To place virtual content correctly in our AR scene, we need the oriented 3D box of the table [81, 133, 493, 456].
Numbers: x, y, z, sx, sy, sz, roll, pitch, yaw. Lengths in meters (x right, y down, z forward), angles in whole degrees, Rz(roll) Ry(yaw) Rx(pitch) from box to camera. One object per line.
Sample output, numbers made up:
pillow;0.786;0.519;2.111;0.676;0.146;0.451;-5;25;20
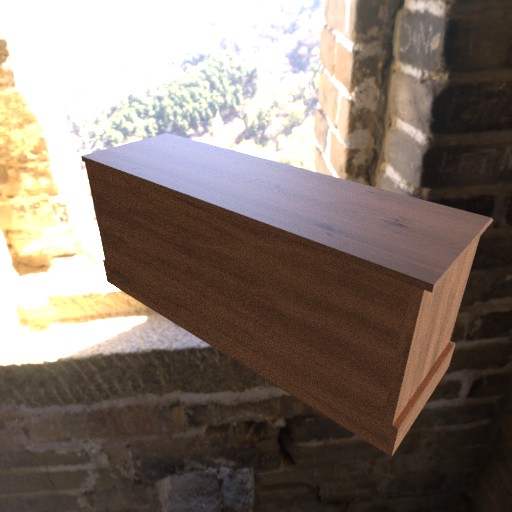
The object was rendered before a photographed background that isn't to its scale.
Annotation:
table;0.000;0.000;1.422;1.200;0.510;0.400;23;38;33
